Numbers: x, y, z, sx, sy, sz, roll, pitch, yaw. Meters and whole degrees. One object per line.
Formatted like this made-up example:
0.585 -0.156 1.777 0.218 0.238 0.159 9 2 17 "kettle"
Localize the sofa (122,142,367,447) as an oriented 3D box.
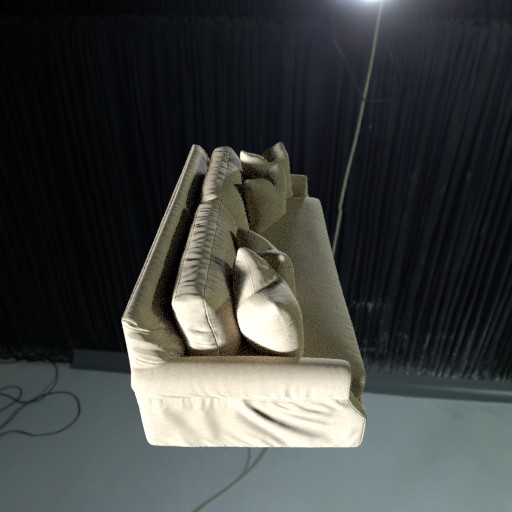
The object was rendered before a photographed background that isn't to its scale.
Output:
0.000 0.000 2.819 1.067 0.904 2.285 0 32 0 "sofa"
